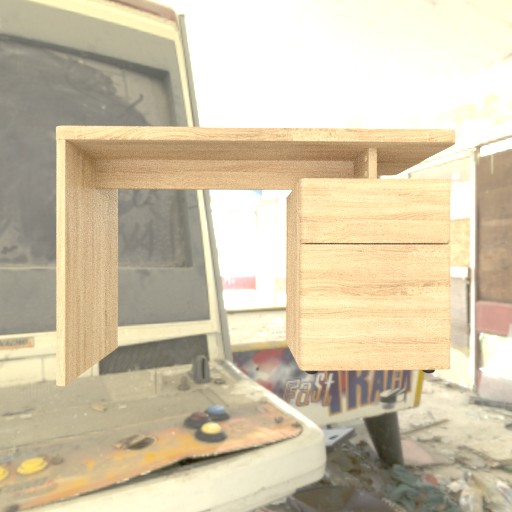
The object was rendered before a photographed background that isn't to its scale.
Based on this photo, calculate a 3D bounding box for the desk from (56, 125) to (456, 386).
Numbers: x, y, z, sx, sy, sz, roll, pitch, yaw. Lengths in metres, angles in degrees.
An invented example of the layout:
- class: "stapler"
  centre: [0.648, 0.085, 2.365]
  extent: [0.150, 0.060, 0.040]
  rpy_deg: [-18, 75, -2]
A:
- class: "desk"
  centre: [0.000, 0.000, 1.583]
  extent: [1.200, 0.760, 0.550]
  rpy_deg: [0, 0, -2]
